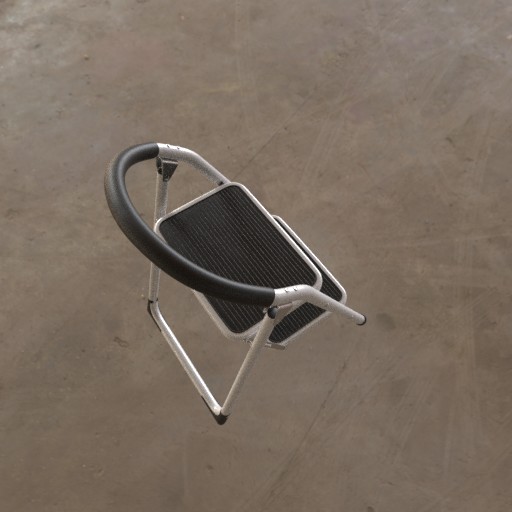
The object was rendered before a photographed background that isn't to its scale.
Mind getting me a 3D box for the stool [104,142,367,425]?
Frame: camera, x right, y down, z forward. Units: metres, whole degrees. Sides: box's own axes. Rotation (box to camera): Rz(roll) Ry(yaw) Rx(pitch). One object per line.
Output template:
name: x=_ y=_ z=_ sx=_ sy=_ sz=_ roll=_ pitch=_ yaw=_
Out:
stool: x=0.000 y=0.000 z=1.103 sx=0.559 sy=0.760 sz=0.453 roll=-31 pitch=64 yaw=-17
